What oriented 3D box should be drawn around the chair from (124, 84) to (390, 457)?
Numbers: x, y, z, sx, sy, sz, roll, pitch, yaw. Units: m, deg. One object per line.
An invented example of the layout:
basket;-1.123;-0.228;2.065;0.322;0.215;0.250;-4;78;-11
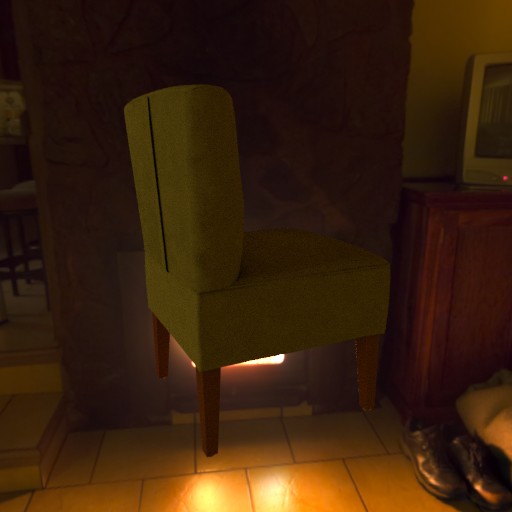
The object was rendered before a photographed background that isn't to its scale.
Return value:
chair;0.000;0.000;1.183;0.554;0.806;0.521;-8;17;-27
